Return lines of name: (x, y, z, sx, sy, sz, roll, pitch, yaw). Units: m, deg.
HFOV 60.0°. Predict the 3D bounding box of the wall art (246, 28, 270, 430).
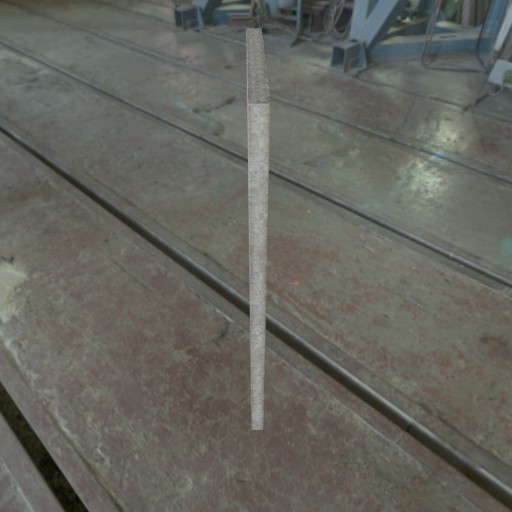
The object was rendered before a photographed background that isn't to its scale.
wall art: (0.000, 0.000, 1.719, 0.051, 1.461, 0.648, -1, 41, -1)
